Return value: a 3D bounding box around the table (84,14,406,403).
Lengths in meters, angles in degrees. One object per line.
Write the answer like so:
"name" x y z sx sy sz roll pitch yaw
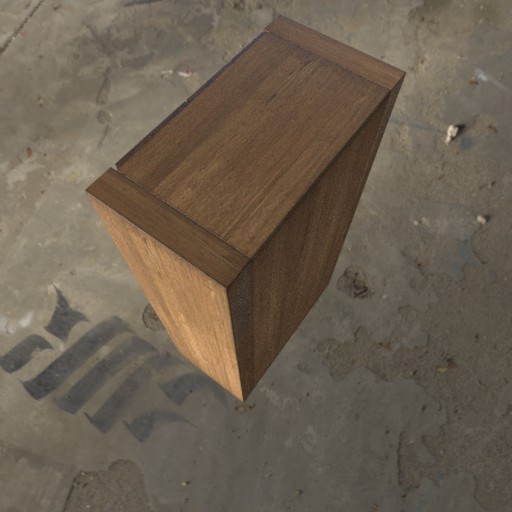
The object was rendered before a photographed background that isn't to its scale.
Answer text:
"table" 0.000 0.000 2.437 0.600 2.000 1.100 33 68 16
